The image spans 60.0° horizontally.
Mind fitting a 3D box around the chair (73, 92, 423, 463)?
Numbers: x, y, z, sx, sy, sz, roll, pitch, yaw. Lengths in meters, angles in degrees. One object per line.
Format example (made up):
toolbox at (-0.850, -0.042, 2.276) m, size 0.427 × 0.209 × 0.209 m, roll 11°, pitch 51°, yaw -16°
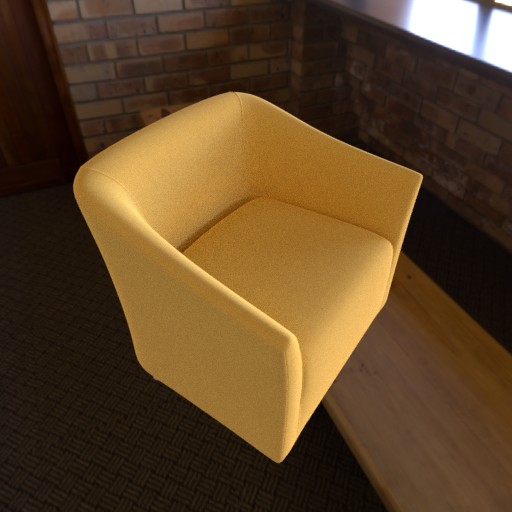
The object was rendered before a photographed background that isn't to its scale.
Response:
chair at (0.000, 0.000, 1.370) m, size 0.700 × 0.720 × 0.790 m, roll 25°, pitch 47°, yaw 26°
